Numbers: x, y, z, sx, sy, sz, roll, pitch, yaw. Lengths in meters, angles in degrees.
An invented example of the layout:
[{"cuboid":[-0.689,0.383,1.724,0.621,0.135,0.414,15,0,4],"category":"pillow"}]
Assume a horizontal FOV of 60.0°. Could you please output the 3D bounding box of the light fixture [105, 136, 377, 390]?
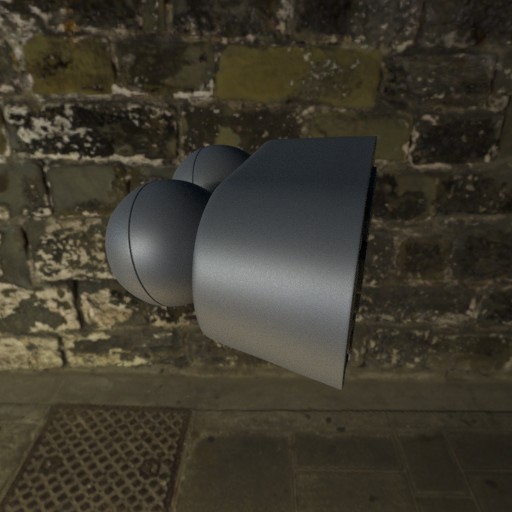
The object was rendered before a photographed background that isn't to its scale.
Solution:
[{"cuboid":[0.000,0.000,0.332,0.159,0.159,0.229,7,29,14],"category":"light fixture"}]
